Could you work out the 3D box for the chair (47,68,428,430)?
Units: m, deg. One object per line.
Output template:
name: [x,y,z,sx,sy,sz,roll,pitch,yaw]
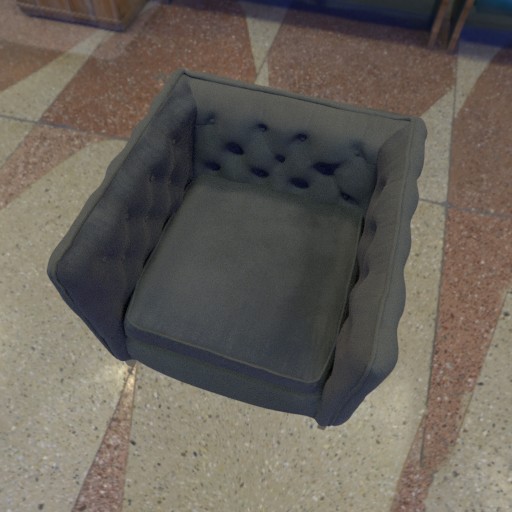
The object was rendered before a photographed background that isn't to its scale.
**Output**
chair: [0.000,0.000,1.599,0.946,0.807,0.913,15,59,9]
